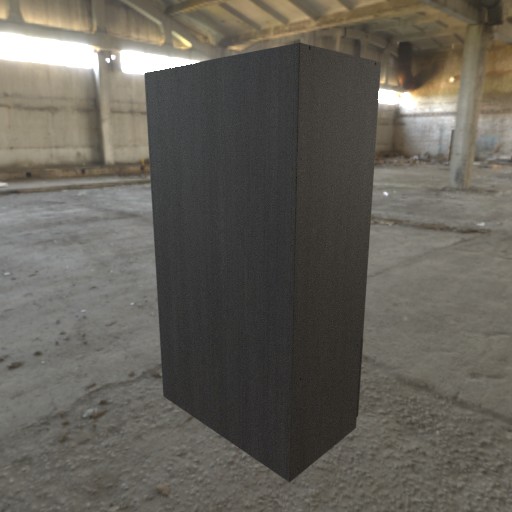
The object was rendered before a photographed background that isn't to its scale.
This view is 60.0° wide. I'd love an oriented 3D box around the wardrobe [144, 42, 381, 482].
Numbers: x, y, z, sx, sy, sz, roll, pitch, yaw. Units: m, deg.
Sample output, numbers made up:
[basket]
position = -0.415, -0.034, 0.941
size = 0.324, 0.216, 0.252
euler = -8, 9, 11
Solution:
[wardrobe]
position = 0.000, 0.000, 2.290
size = 0.991, 1.808, 0.577
euler = 14, 20, 43
